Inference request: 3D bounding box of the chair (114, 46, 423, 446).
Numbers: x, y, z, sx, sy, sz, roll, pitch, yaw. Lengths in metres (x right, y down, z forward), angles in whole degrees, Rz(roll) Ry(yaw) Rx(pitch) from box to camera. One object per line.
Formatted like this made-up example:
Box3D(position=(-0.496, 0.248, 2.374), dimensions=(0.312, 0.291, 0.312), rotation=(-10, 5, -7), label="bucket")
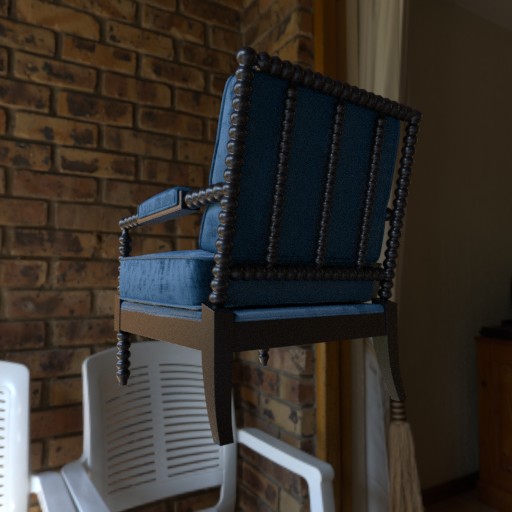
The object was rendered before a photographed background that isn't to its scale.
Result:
Box3D(position=(0.000, 0.000, 1.405), dimensions=(0.688, 0.857, 0.805), rotation=(2, -4, -36), label="chair")
